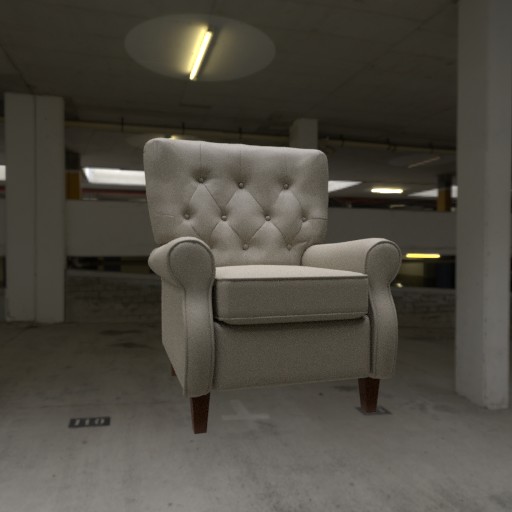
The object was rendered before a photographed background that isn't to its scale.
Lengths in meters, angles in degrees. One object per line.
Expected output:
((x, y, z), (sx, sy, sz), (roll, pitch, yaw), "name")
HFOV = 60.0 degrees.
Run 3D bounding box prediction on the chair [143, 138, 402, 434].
((0.000, 0.000, 1.963), (0.943, 1.158, 1.059), (0, 1, -17), "chair")
